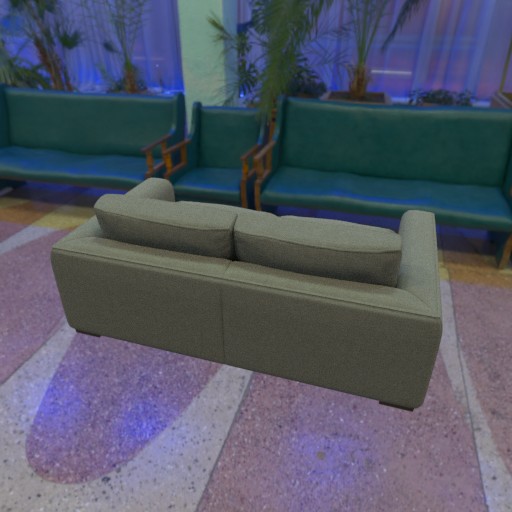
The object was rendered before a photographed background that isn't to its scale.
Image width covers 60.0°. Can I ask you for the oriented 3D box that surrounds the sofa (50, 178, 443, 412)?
[{"bbox_3d":[0.000,0.000,2.504,1.920,0.800,1.069,9,32,15],"label":"sofa"}]
